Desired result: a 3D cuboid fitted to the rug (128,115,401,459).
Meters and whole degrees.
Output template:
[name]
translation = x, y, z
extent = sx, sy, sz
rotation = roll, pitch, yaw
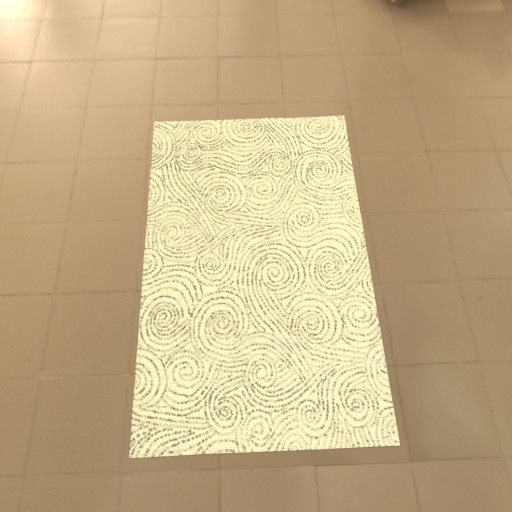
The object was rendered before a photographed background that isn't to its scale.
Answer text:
[rug]
translation = 0.000, 0.000, 3.004
extent = 1.524, 0.005, 2.439
rotation = -2, 64, -1
